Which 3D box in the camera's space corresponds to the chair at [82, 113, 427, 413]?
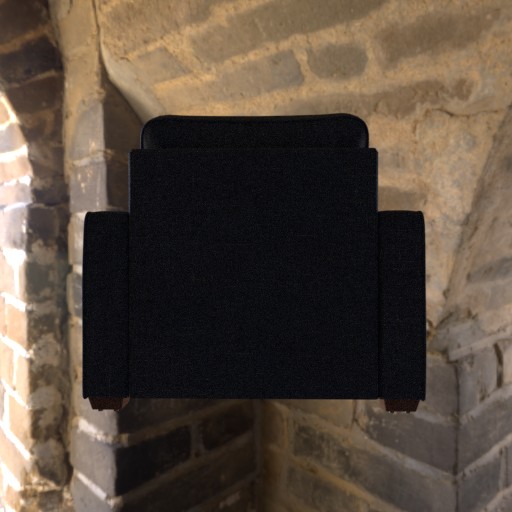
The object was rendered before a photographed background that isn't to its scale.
[{"bbox_3d":[0.000,0.000,1.726,1.017,0.919,0.940,0,-1,1],"label":"chair"}]
